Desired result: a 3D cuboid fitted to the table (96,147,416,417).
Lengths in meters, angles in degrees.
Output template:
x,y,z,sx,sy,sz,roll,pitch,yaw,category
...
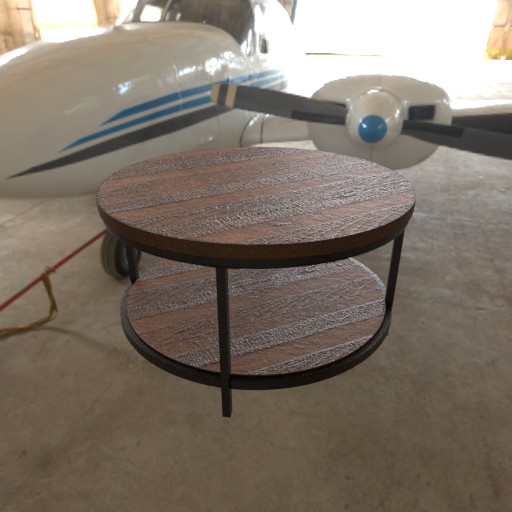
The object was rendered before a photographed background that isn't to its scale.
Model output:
x,y,z,sx,sy,sz,roll,pitch,yaw,category
0.000,0.000,1.320,0.837,0.462,0.837,0,26,0,table
